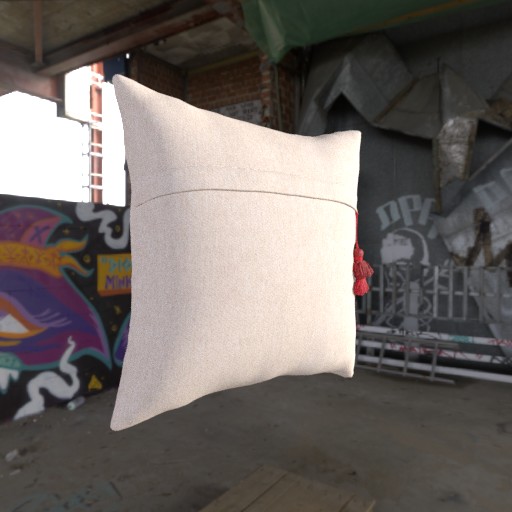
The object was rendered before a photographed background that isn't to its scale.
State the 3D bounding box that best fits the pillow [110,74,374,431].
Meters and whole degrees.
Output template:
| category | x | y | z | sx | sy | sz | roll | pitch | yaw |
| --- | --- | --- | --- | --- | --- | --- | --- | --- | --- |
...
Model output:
| category | x | y | z | sx | sy | sz | roll | pitch | yaw |
| --- | --- | --- | --- | --- | --- | --- | --- | --- | --- |
| pillow | 0.000 | 0.000 | 0.664 | 0.433 | 0.436 | 0.173 | 0 | 1 | -36 |
